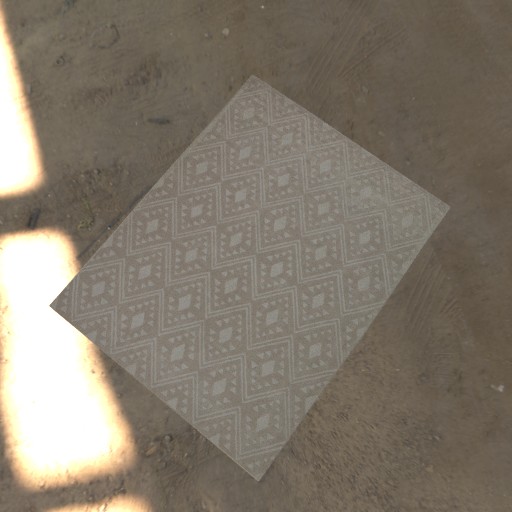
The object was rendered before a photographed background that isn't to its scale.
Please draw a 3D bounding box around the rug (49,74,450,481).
[{"bbox_3d":[0.000,0.000,4.108,2.399,0.054,3.011,37,79,8],"label":"rug"}]
